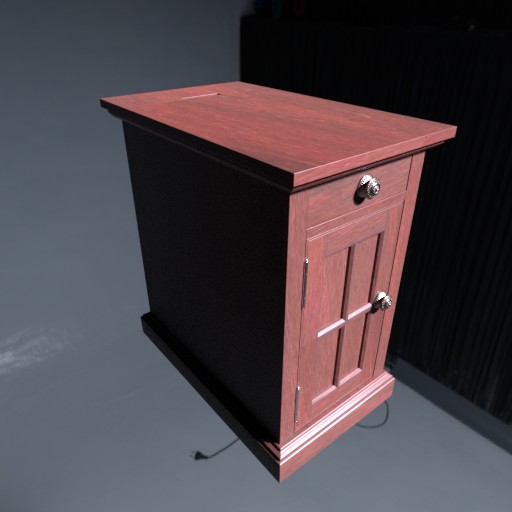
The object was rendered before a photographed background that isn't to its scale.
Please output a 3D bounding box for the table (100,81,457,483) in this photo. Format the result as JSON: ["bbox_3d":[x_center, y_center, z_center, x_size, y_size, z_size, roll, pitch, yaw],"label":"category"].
[{"bbox_3d":[0.000,0.000,0.962,0.356,0.612,0.584,-22,36,-33],"label":"table"}]
